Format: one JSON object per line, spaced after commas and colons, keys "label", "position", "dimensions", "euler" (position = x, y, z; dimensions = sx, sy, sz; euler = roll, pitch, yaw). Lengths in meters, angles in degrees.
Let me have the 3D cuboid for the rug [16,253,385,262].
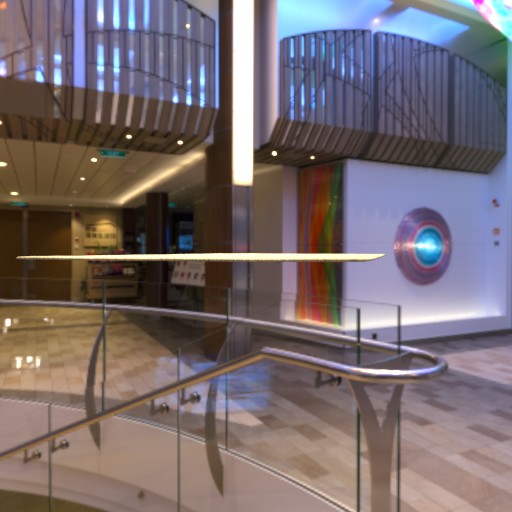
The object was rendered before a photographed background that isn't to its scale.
{"label": "rug", "position": [0.000, 0.000, 2.311], "dimensions": [1.250, 0.015, 1.850], "euler": [0, 1, 18]}
